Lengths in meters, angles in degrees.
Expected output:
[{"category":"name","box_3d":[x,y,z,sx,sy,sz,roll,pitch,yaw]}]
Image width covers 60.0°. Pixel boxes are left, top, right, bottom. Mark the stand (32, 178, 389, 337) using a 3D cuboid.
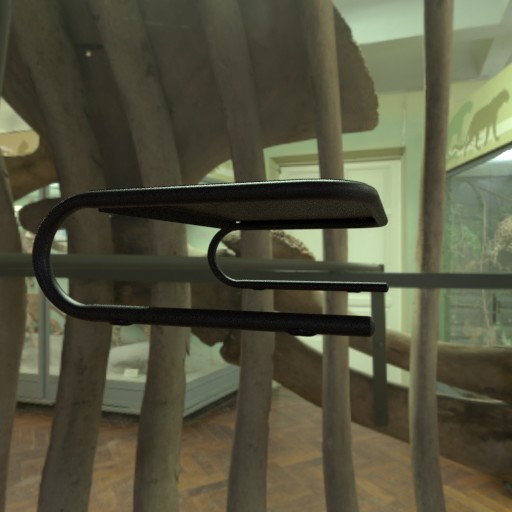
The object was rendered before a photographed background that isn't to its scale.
[{"category":"stand","box_3d":[0.000,0.000,0.502,0.280,0.108,0.370,0,0,18]}]
